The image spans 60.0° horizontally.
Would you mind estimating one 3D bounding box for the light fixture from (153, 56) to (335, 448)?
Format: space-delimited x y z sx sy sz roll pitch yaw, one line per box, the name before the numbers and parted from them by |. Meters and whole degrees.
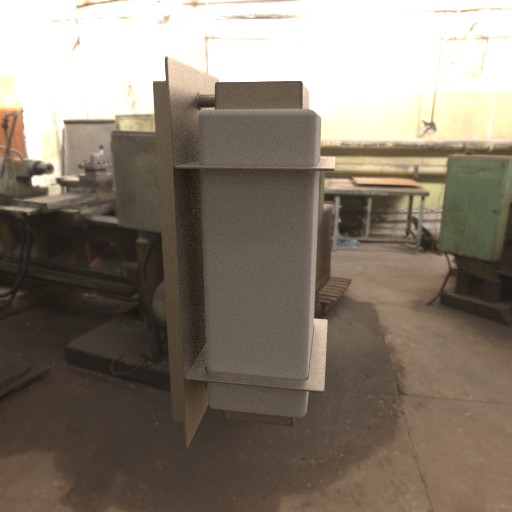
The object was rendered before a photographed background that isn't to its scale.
light fixture | 0.000 0.000 0.482 0.160 0.380 0.168 3 16 10
